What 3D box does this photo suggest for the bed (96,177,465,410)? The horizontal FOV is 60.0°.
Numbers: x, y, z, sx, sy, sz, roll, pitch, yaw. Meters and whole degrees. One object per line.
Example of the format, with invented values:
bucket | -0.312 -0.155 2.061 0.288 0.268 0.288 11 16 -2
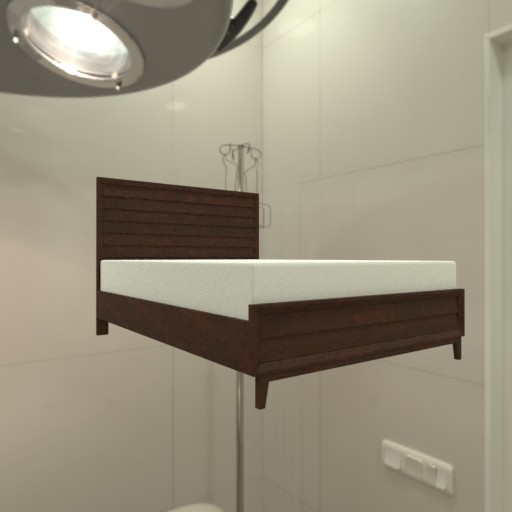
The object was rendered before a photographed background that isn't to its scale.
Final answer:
bed | 0.000 0.000 3.153 1.600 1.270 2.184 0 0 -36
